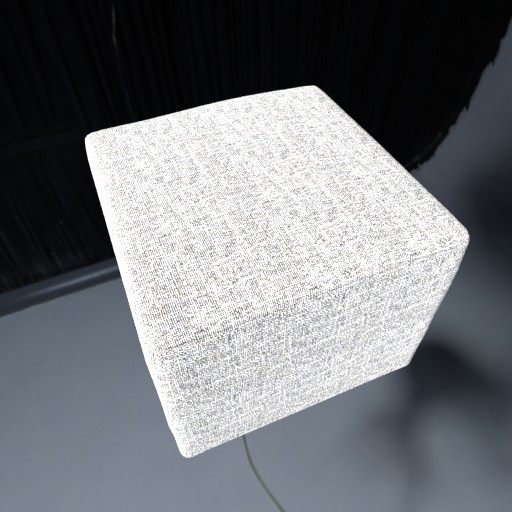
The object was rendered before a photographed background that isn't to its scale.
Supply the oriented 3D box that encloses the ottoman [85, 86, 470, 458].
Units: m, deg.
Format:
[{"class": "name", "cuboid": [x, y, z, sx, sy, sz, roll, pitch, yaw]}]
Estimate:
[{"class": "ottoman", "cuboid": [0.000, 0.000, 0.893, 0.512, 0.453, 0.521, -18, 51, -15]}]
